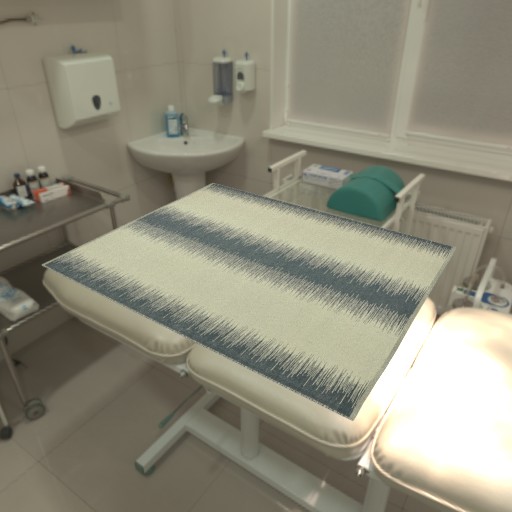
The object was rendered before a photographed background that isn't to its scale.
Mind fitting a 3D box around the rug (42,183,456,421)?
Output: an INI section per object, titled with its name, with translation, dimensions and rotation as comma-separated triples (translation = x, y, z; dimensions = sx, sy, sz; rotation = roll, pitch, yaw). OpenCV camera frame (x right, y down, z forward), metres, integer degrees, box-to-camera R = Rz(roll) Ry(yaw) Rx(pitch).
[rug]
translation = 0.000, 0.000, 4.139
dimensions = 3.037, 0.004, 2.453
rotation = 19, 36, 29
